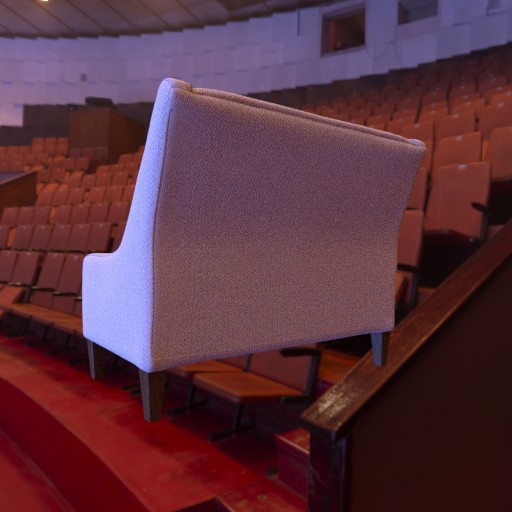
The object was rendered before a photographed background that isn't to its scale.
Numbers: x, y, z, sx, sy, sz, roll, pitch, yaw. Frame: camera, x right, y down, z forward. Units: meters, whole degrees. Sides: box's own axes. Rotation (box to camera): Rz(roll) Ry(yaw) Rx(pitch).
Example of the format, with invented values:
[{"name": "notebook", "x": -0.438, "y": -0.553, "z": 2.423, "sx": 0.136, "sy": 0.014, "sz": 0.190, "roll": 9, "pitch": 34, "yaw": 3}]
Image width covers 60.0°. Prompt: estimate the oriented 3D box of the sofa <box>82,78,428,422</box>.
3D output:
[{"name": "sofa", "x": 0.000, "y": 0.000, "z": 1.904, "sx": 1.242, "sy": 1.022, "sz": 0.870, "roll": -1, "pitch": 1, "yaw": -36}]
